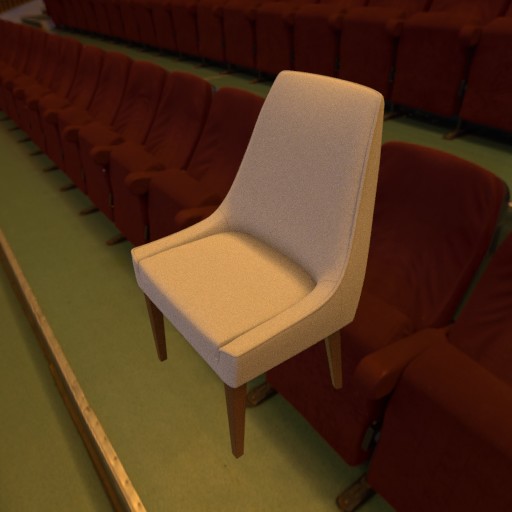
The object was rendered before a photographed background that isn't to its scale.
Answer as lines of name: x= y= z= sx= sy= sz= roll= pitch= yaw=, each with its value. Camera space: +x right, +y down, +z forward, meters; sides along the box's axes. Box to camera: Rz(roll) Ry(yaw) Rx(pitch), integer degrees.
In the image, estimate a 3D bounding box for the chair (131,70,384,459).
chair: x=0.000 y=0.000 z=1.215 sx=0.544 sy=0.861 sz=0.529 roll=-22 pitch=39 yaw=-30
